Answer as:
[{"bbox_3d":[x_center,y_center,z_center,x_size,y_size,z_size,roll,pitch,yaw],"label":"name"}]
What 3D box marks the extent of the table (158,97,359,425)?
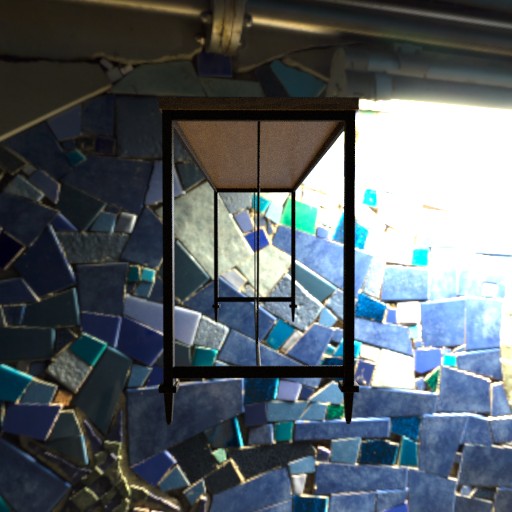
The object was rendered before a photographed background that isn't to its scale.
[{"bbox_3d":[0.000,0.000,2.056,0.551,0.902,1.700,0,1,-1],"label":"table"}]
